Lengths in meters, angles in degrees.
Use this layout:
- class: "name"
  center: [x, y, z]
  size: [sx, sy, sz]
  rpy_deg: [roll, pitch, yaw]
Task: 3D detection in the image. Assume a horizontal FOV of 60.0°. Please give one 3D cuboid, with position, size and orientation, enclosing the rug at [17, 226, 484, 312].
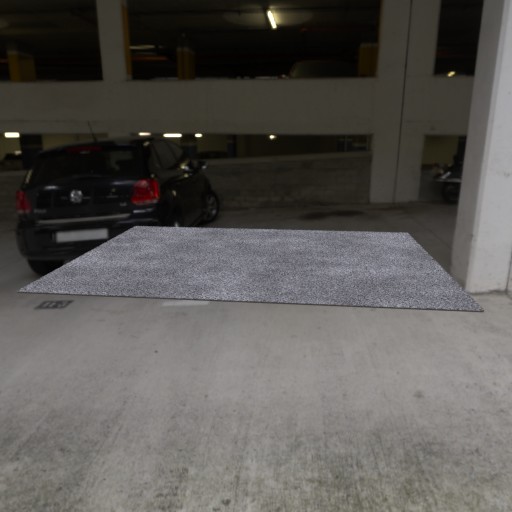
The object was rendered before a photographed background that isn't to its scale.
- class: "rug"
  center: [0.000, 0.000, 2.861]
  size: [2.235, 0.008, 1.600]
  rpy_deg: [2, 16, 6]
